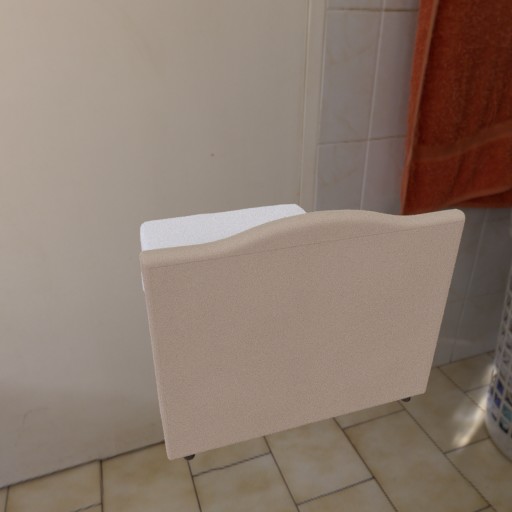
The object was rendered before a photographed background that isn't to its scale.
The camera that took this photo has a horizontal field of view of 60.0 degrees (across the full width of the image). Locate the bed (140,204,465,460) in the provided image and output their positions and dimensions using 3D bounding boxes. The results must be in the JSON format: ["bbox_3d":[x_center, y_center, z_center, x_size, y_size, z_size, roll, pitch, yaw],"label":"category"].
[{"bbox_3d":[0.000,0.000,3.222,1.678,1.398,2.052,-8,28,-16],"label":"bed"}]
